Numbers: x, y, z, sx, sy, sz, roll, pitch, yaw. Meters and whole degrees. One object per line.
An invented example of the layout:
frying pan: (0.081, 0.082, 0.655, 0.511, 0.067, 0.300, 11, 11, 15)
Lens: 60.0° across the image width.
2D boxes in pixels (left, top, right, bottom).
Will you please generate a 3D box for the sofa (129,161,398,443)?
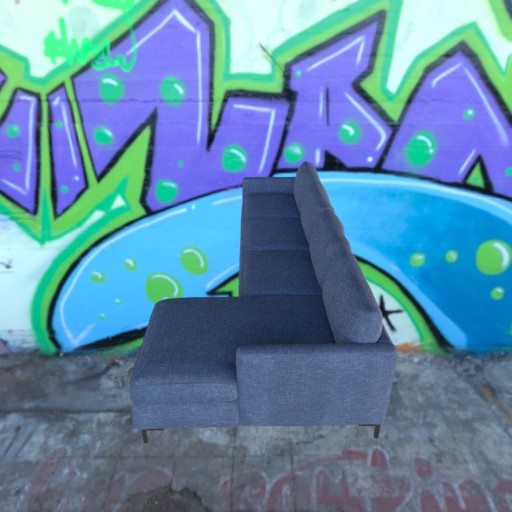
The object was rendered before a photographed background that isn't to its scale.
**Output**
sofa: (0.000, 0.000, 3.502, 1.350, 0.810, 2.932, 0, 27, -1)
